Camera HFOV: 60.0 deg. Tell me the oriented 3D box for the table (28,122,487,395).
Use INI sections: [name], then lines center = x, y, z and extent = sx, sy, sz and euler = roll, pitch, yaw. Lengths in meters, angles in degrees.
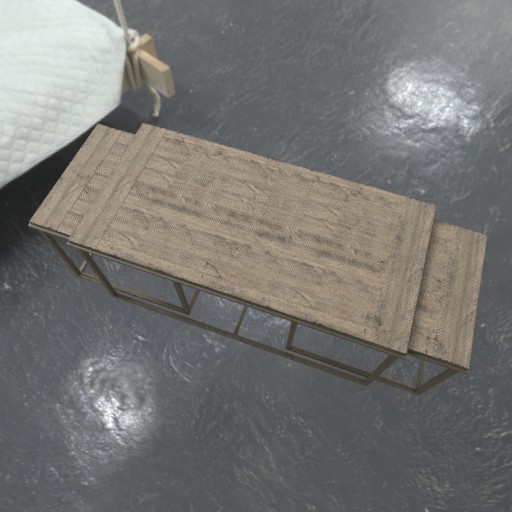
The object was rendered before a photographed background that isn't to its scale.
[table]
center = 0.000, 0.000, 1.476
extent = 1.312, 0.427, 0.489
euler = 18, 64, 9
